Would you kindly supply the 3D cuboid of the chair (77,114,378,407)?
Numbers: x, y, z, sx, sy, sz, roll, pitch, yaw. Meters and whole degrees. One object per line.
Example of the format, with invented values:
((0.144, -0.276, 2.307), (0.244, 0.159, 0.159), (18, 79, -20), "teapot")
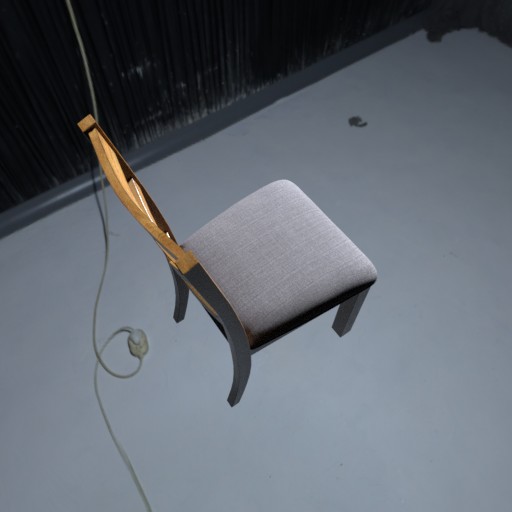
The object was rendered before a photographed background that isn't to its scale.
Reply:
((0.000, 0.000, 1.242), (0.581, 0.949, 0.470), (-31, 63, -18), "chair")
